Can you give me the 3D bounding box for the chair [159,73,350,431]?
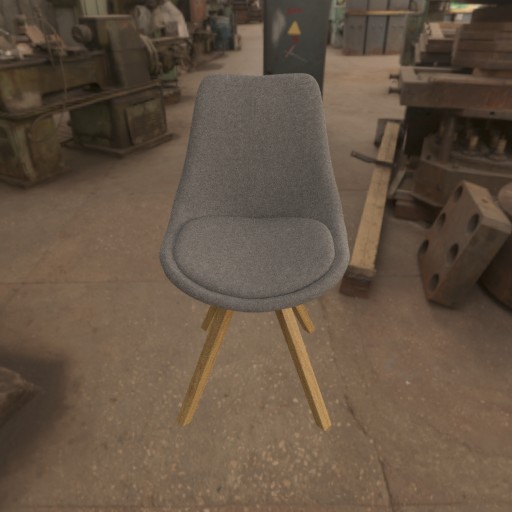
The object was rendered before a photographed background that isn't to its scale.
[{"bbox_3d":[0.000,0.000,1.219,0.483,0.865,0.550,1,31,2],"label":"chair"}]
